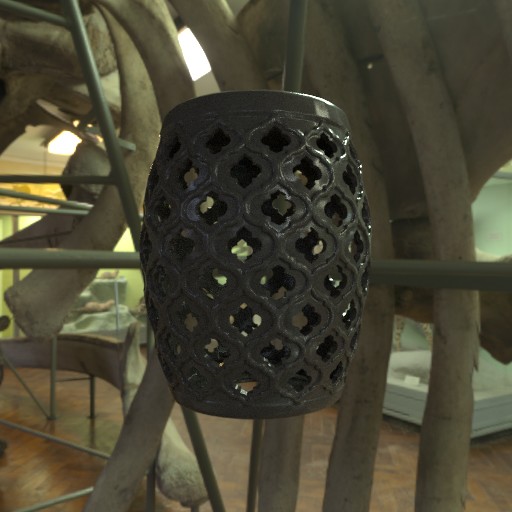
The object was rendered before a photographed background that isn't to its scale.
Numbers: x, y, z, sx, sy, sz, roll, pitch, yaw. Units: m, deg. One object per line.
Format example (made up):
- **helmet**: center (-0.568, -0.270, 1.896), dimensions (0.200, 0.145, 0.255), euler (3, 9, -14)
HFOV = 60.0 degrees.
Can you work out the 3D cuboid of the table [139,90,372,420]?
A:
- **table**: center (0.000, 0.000, 0.640), dimensions (0.325, 0.388, 0.325), euler (0, 0, 0)
